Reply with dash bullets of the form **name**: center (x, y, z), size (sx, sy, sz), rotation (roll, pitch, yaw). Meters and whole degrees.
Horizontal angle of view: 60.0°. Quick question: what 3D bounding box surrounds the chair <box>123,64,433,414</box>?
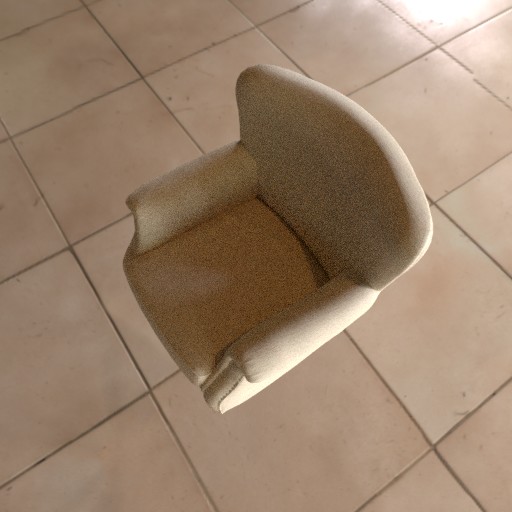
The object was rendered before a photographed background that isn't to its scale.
- **chair**: center (0.000, 0.000, 1.670), size (0.921, 0.936, 0.861), rotation (-32, 68, -15)
